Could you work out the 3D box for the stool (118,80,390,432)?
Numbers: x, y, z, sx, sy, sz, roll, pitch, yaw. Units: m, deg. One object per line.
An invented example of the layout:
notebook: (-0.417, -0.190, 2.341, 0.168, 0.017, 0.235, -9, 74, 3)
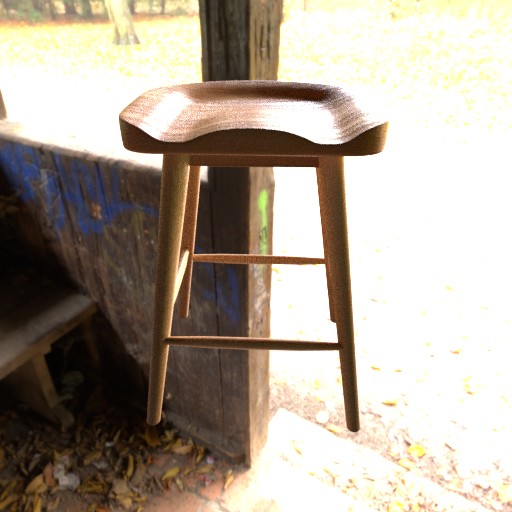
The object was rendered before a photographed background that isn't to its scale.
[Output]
stool: (0.000, 0.000, 0.895, 0.440, 0.615, 0.361, 1, 32, 2)
